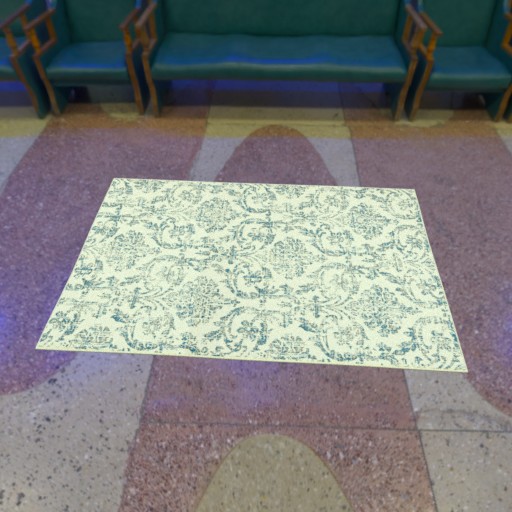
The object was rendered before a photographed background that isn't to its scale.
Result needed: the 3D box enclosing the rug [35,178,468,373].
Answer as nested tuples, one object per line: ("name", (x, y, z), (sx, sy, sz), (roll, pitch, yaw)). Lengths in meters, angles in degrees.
("rug", (0.000, 0.000, 3.424), (2.746, 0.018, 1.819), (3, 47, 2))
